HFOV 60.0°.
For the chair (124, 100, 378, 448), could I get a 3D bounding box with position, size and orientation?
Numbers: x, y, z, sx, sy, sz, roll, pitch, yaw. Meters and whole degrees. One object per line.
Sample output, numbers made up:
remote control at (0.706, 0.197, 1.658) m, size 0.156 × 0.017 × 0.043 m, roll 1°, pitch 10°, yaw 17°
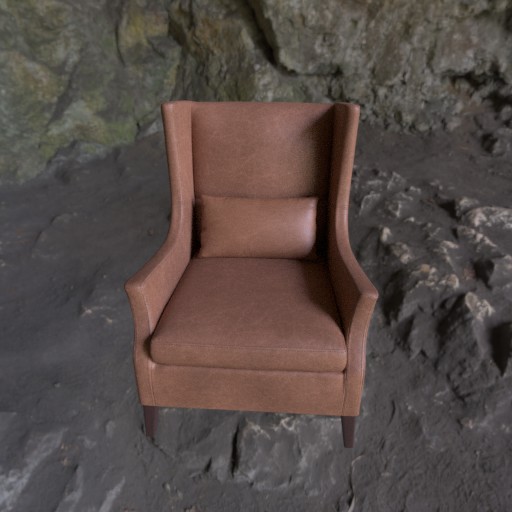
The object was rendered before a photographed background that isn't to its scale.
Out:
chair at (0.000, 0.000, 1.736) m, size 0.815 × 1.088 × 0.913 m, roll 2°, pitch 29°, yaw 3°
